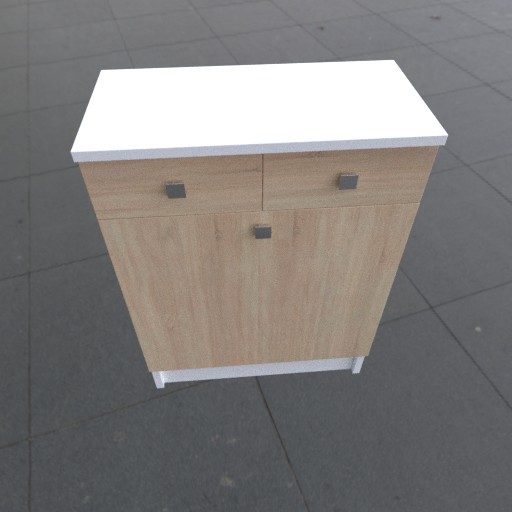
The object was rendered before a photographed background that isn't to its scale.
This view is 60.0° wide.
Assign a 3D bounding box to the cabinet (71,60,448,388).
[{"bbox_3d":[0.000,0.000,1.093,0.600,0.815,0.296,-3,46,-3],"label":"cabinet"}]
